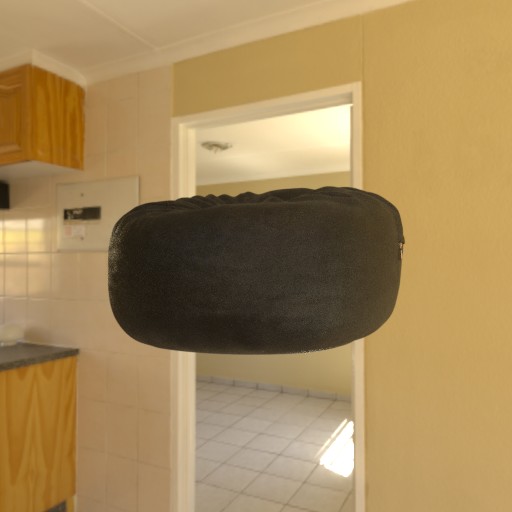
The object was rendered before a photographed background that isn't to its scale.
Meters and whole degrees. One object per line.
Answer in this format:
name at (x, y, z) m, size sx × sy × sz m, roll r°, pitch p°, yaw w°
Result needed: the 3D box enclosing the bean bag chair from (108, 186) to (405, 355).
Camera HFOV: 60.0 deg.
bean bag chair at (0.000, 0.000, 2.376) m, size 1.524 × 0.878 × 1.524 m, roll 0°, pitch -1°, yaw 17°
